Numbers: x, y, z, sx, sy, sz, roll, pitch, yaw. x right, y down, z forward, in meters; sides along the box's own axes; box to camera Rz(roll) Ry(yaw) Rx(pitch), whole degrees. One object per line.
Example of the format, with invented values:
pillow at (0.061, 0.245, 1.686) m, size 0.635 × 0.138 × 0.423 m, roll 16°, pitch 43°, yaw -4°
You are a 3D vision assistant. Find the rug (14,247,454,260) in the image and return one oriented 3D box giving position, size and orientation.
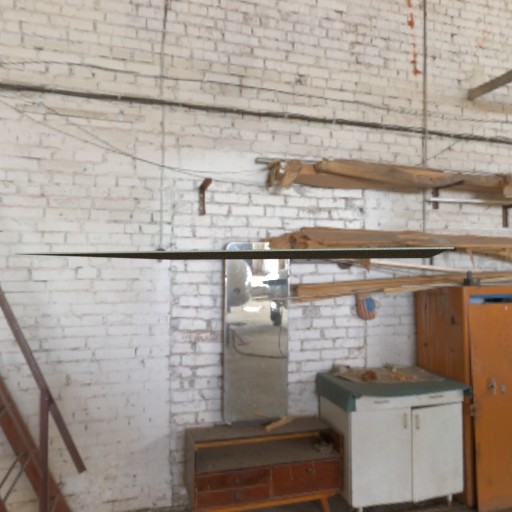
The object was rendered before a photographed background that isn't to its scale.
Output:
rug at (0.000, 0.000, 3.914) m, size 2.980 × 0.012 × 2.363 m, roll -1°, pitch -2°, yaw 19°
